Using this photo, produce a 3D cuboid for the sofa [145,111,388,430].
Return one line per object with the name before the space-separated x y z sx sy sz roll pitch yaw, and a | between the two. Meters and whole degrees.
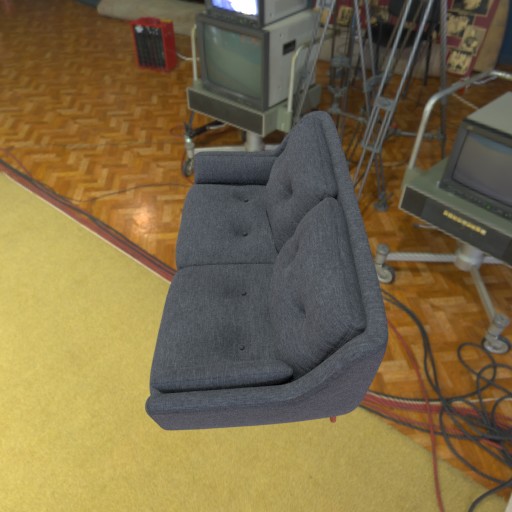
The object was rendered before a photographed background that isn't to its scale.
sofa | 0.000 0.000 2.454 0.975 0.896 1.929 0 43 0
